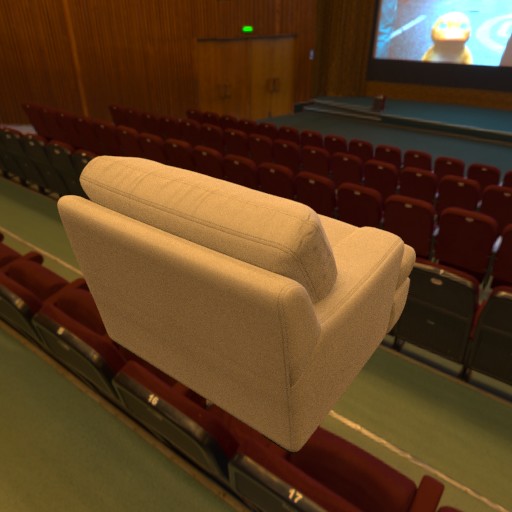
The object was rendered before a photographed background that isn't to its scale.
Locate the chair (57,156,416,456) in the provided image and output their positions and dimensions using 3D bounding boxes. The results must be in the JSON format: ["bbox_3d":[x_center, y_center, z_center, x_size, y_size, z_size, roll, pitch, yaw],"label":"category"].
[{"bbox_3d":[0.000,0.000,1.960,1.140,0.930,1.158,21,36,31],"label":"chair"}]
